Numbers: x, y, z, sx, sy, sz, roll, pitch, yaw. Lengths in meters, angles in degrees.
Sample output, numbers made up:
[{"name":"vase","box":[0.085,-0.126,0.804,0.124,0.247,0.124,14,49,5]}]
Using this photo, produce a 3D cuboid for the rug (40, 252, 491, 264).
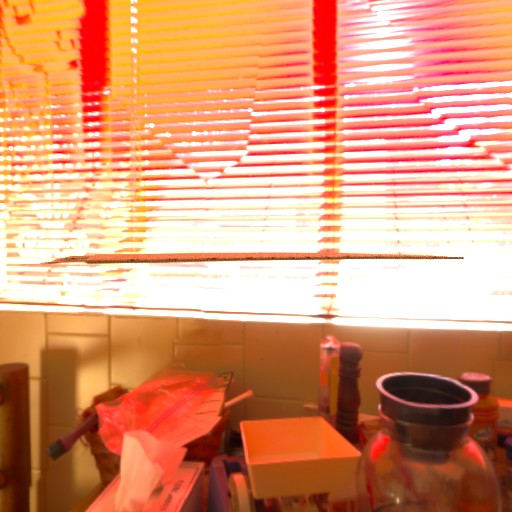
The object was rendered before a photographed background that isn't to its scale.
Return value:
[{"name":"rug","box":[0.000,0.000,3.185,2.615,0.029,1.664,0,1,-19]}]
